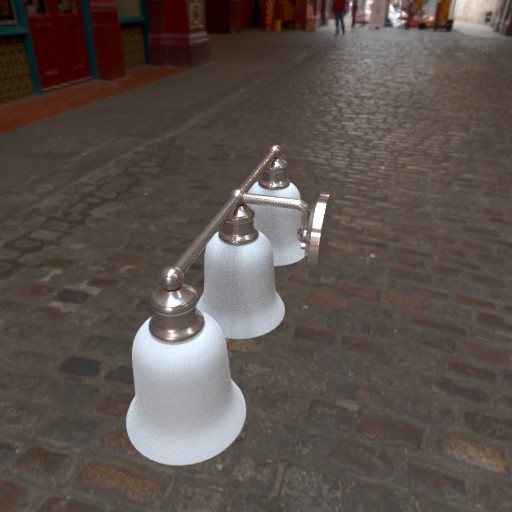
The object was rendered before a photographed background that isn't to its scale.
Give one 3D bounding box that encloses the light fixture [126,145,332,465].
[{"bbox_3d":[0.000,0.000,0.659,0.198,0.211,0.570,8,32,14],"label":"light fixture"}]
